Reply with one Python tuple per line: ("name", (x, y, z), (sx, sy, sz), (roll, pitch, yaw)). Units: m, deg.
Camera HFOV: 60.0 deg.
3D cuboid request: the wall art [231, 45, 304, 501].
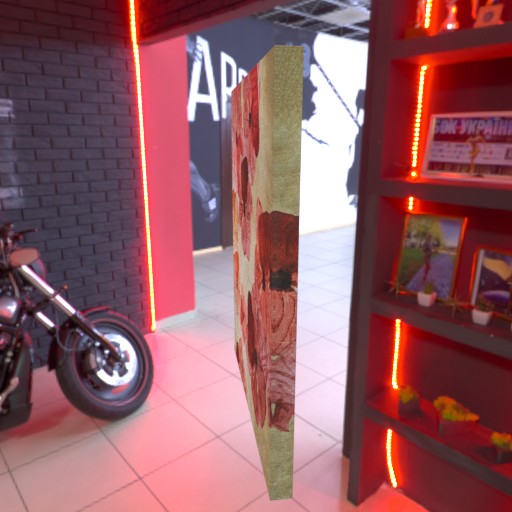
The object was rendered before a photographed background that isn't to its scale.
("wall art", (0.000, 0.000, 0.669), (0.028, 0.508, 0.406), (-2, 15, -8))
